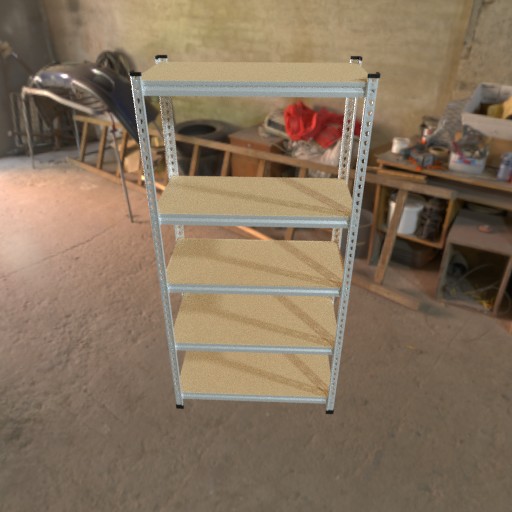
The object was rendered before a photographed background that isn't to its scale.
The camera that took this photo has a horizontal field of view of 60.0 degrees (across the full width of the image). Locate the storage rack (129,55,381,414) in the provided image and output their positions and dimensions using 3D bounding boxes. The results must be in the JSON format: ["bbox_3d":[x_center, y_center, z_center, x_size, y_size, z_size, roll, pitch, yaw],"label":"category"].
[{"bbox_3d":[0.000,0.000,2.271,0.914,1.829,0.457,1,32,2],"label":"storage rack"}]
